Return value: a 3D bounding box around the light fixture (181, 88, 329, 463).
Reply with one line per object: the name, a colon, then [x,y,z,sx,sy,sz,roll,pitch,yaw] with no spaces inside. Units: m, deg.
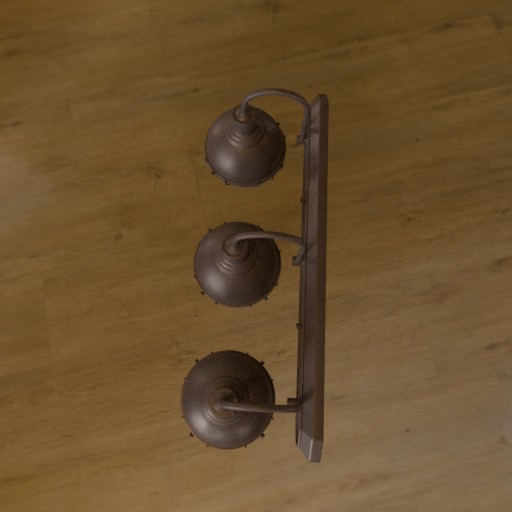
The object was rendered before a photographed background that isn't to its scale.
light fixture: [0.000,0.000,0.755,0.229,0.254,0.634,3,75,1]
